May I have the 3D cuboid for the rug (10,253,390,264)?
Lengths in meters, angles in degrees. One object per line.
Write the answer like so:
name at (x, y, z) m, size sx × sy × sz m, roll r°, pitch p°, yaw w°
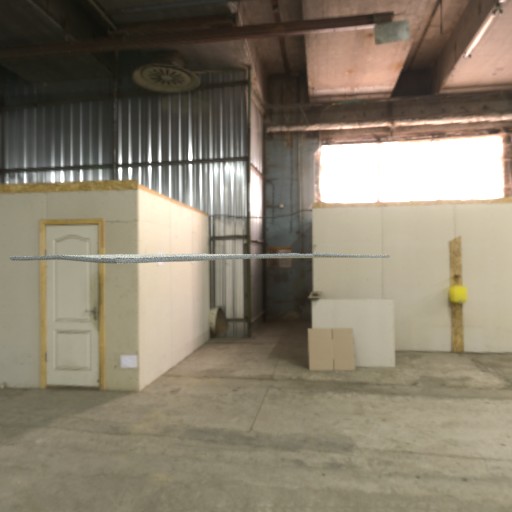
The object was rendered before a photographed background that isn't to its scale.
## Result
rug at (0.000, 0.000, 2.483) m, size 0.675 × 0.037 × 2.341 m, roll 0°, pitch 0°, yaw 37°
